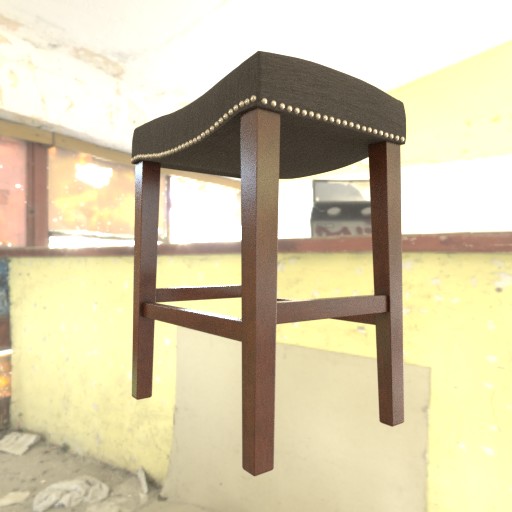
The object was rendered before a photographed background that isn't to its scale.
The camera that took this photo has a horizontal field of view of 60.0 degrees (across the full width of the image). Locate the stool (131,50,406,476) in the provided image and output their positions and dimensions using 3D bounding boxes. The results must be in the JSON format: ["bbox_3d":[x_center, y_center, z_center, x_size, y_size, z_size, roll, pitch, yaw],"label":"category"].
[{"bbox_3d":[0.000,0.000,0.950,0.372,0.654,0.504,1,-1,-37],"label":"stool"}]
